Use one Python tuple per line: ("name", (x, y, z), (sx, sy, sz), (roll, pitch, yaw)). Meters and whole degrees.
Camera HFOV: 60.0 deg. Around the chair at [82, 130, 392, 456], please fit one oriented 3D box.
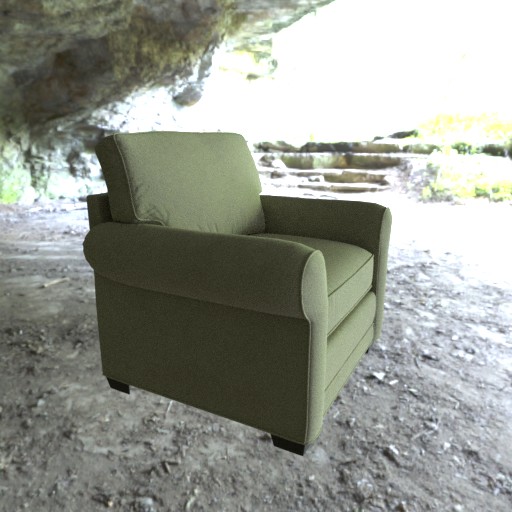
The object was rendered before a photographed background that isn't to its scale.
("chair", (0.000, 0.000, 1.918), (0.939, 1.044, 1.147), (8, 17, 27))
